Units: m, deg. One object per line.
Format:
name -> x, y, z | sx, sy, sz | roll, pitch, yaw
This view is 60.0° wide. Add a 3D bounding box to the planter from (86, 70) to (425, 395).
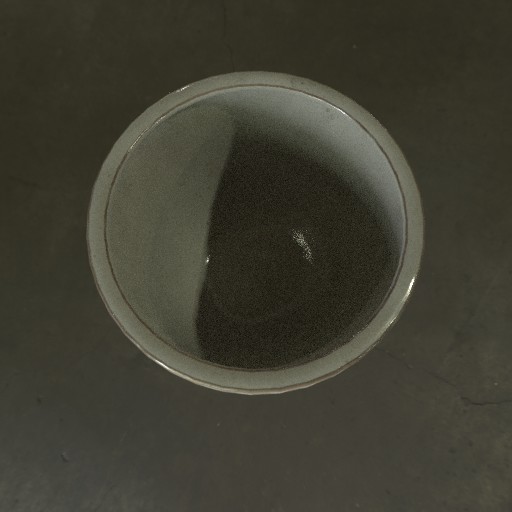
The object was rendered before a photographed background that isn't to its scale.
planter -> 0.000, 0.000, 0.241 | 0.139, 0.130, 0.139 | 0, 75, 0
